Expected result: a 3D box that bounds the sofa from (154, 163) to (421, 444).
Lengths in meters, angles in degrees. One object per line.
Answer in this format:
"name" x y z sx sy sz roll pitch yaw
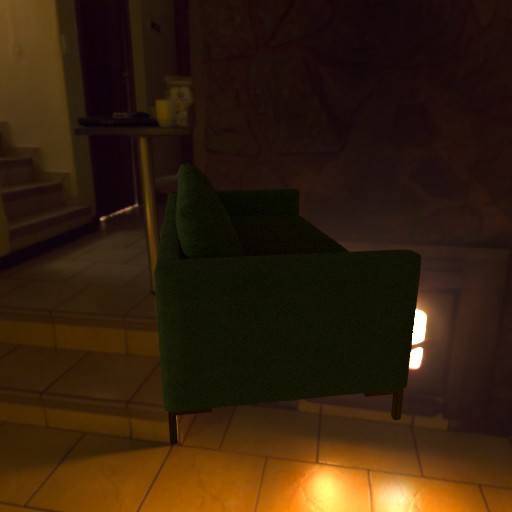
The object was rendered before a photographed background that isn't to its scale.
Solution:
"sofa" 0.000 0.000 2.196 0.875 0.817 1.676 -3 16 -9
